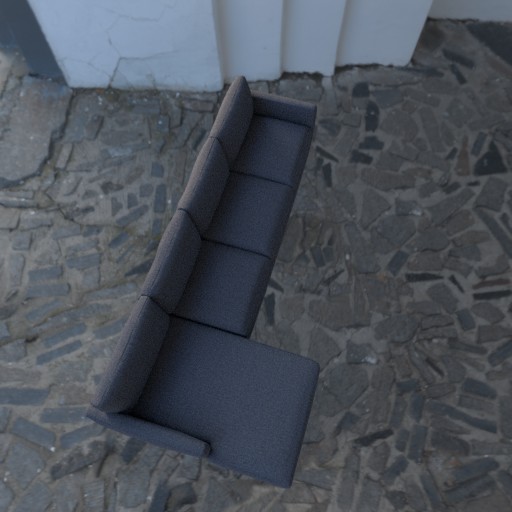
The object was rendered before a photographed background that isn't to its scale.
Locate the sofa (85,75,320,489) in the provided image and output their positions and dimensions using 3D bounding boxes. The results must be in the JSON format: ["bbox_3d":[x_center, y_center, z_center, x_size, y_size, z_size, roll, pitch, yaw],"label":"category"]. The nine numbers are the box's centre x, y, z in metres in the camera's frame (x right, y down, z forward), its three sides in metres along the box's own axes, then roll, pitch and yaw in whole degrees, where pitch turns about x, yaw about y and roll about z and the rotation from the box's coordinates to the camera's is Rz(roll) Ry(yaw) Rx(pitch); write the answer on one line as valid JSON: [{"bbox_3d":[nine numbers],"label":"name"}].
[{"bbox_3d":[0.000,0.000,2.832,1.125,0.673,2.445,15,65,7],"label":"sofa"}]
